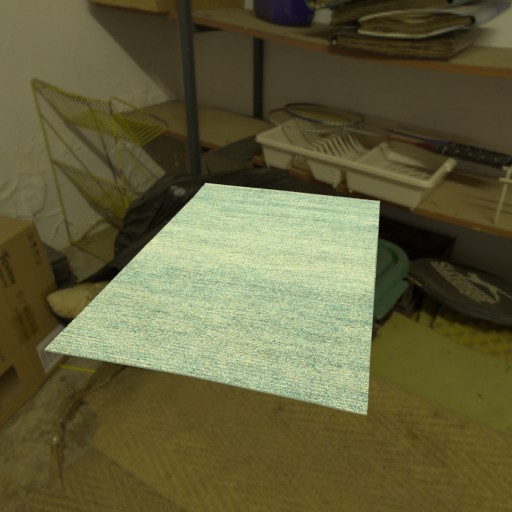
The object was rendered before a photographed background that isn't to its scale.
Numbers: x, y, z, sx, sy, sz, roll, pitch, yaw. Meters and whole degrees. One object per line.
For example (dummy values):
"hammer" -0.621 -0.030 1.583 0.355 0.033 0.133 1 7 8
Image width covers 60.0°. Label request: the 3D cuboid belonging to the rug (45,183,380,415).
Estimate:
"rug" 0.000 0.000 5.300 2.802 0.052 4.078 8 32 13
